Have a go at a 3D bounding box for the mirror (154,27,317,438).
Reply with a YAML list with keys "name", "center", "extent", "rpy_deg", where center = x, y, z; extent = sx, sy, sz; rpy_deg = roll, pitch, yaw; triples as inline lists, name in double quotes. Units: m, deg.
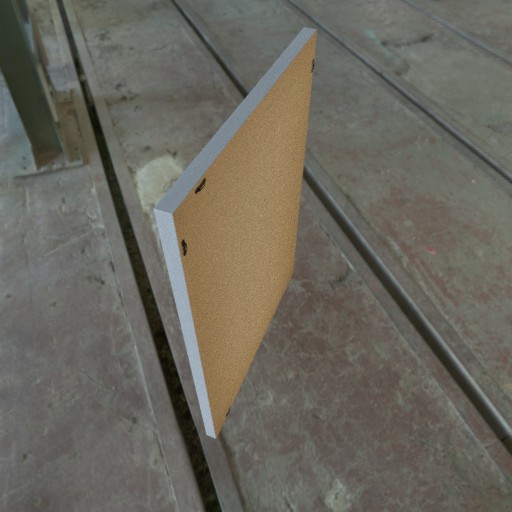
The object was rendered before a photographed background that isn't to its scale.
- name: "mirror"
  center: [0.000, 0.000, 1.317]
  extent: [0.040, 1.016, 0.762]
  rpy_deg: [17, 51, 15]
